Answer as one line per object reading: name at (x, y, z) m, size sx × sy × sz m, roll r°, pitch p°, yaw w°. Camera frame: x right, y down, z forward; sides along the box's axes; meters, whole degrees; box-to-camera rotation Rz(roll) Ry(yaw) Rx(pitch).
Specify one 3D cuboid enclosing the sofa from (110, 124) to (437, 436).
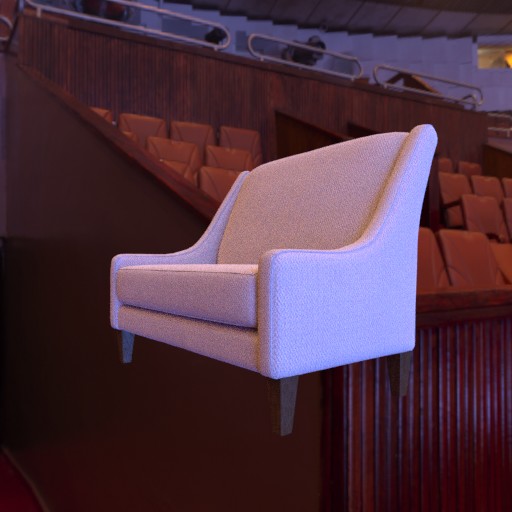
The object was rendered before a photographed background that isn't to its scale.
sofa at (0.000, 0.000, 1.930) m, size 0.870 × 1.022 × 1.242 m, roll 1°, pitch -1°, yaw -39°
